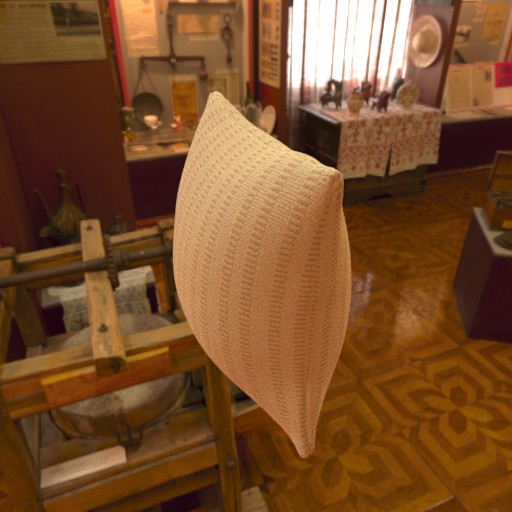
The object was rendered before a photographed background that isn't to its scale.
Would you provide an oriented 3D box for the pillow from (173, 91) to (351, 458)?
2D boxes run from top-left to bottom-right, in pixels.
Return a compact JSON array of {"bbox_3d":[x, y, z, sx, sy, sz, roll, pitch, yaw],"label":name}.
[{"bbox_3d":[0.000,0.000,0.689,0.247,0.419,0.438,-10,32,-17],"label":"pillow"}]
